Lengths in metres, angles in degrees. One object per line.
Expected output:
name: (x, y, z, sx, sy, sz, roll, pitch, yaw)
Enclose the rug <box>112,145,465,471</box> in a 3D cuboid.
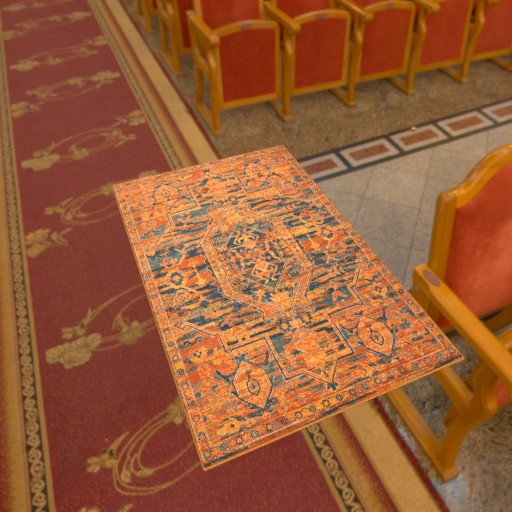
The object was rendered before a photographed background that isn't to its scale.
rug: (0.000, 0.000, 1.100, 0.557, 0.008, 0.863, -17, 48, -16)
